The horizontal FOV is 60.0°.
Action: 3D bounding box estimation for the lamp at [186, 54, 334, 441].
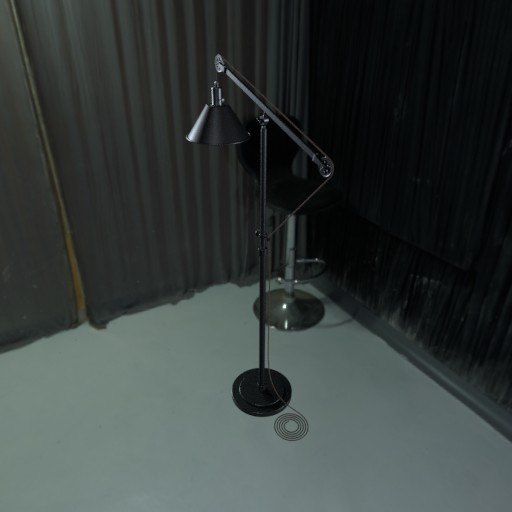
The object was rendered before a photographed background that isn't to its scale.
[{"bbox_3d":[0.000,0.000,2.003,0.319,1.626,0.904,-18,34,-28],"label":"lamp"}]
